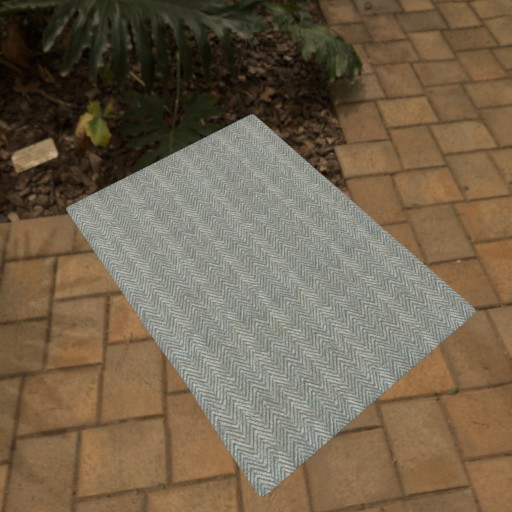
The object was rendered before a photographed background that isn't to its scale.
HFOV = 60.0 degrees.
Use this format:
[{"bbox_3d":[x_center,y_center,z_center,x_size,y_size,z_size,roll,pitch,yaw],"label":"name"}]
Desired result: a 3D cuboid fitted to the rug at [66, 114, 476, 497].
[{"bbox_3d":[0.000,0.000,5.076,2.894,0.011,3.957,-33,63,-19],"label":"rug"}]
